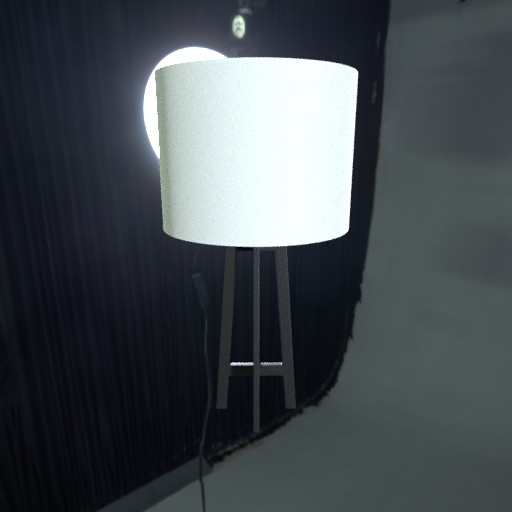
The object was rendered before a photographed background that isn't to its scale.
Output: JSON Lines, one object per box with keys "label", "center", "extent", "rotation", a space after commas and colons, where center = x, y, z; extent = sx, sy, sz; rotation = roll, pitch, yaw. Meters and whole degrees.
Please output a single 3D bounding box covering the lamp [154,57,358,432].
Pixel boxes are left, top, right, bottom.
{"label": "lamp", "center": [0.000, 0.000, 0.633], "extent": [0.257, 0.489, 0.257], "rotation": [14, 20, 43]}
